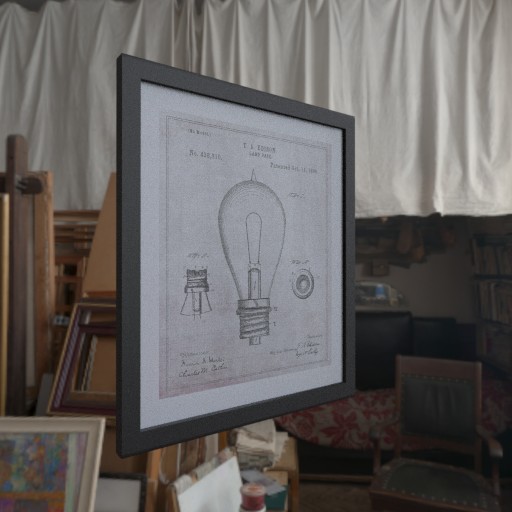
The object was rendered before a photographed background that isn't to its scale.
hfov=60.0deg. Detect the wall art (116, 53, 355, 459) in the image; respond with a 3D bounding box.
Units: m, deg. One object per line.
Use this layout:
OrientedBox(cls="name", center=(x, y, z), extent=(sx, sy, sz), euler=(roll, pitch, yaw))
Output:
OrientedBox(cls="wall art", center=(0.000, 0.000, 0.689), extent=(0.430, 0.509, 0.021), euler=(0, 0, -36))
